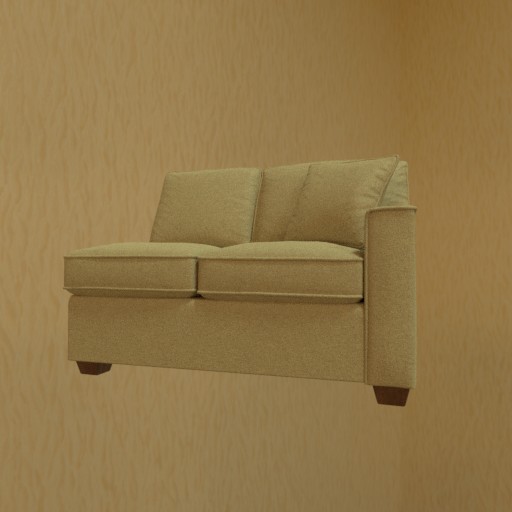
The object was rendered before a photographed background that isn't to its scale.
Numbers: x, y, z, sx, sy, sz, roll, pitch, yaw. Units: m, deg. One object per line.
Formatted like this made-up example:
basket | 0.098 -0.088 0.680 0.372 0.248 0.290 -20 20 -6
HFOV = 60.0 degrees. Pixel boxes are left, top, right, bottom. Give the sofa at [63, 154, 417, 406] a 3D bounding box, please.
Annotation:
sofa | 0.000 0.000 2.052 1.388 0.989 0.991 0 -1 19
